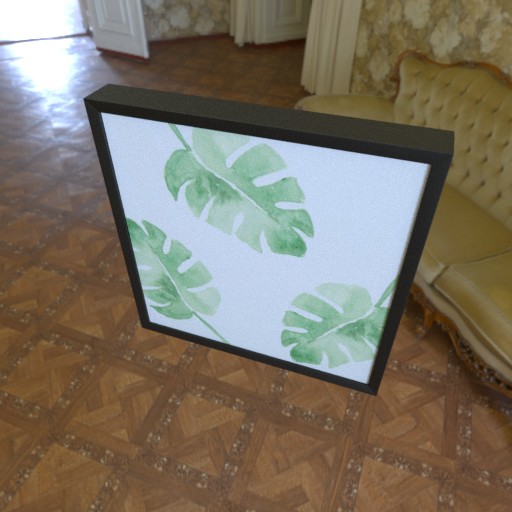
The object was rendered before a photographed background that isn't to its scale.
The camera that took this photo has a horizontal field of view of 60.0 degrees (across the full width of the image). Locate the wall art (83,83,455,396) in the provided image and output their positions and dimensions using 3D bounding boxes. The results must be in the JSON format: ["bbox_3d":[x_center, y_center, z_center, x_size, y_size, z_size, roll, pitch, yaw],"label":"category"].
[{"bbox_3d":[0.000,0.000,0.457,0.304,0.304,0.038,13,42,15],"label":"wall art"}]
